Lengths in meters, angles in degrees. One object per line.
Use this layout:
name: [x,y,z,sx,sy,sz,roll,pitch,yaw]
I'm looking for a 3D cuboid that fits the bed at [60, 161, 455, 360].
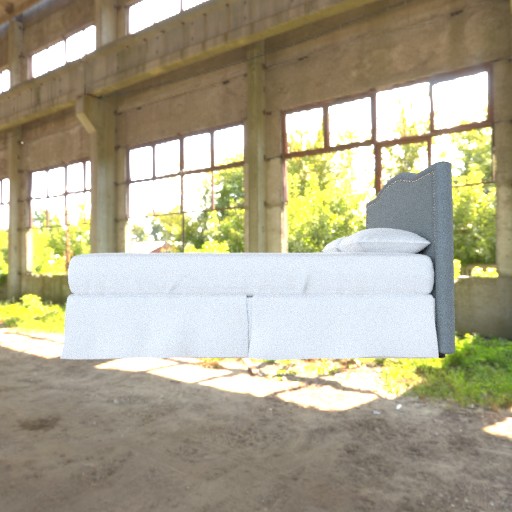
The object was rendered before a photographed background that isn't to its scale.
bed: [0.000,0.000,4.028,2.689,1.457,2.161,0,-1,1]
